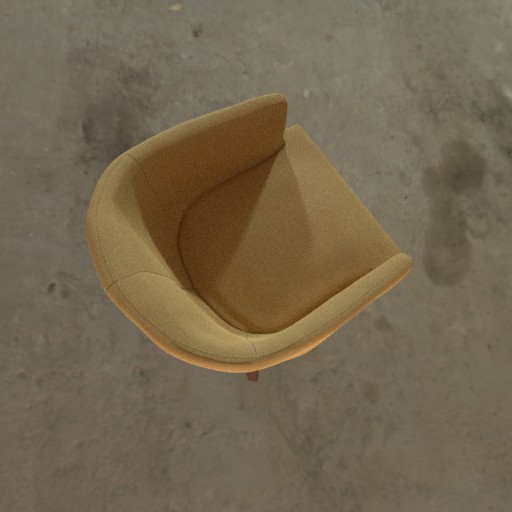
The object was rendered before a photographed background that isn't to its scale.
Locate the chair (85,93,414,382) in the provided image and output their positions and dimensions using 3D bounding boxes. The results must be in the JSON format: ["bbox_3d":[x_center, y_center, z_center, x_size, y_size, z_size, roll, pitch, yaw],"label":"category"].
[{"bbox_3d":[0.000,0.000,1.227,0.655,0.811,0.583,-32,76,-9],"label":"chair"}]
